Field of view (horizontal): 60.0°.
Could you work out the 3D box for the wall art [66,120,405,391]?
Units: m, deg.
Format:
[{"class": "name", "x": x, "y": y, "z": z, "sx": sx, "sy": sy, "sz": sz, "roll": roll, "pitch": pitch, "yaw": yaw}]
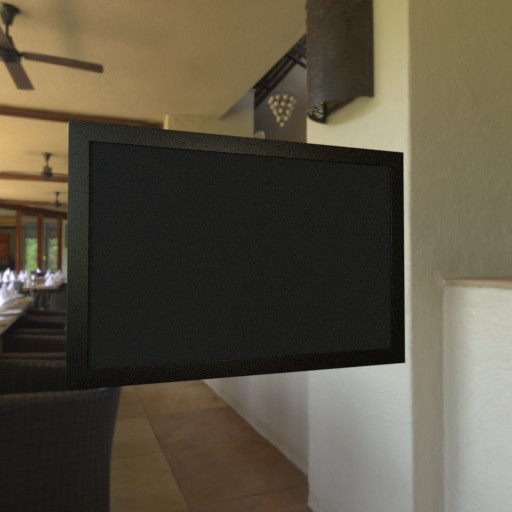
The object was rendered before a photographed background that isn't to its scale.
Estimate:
[{"class": "wall art", "x": 0.000, "y": 0.000, "z": 0.841, "sx": 0.660, "sy": 0.447, "sz": 0.013, "roll": 0, "pitch": -1, "yaw": -19}]
